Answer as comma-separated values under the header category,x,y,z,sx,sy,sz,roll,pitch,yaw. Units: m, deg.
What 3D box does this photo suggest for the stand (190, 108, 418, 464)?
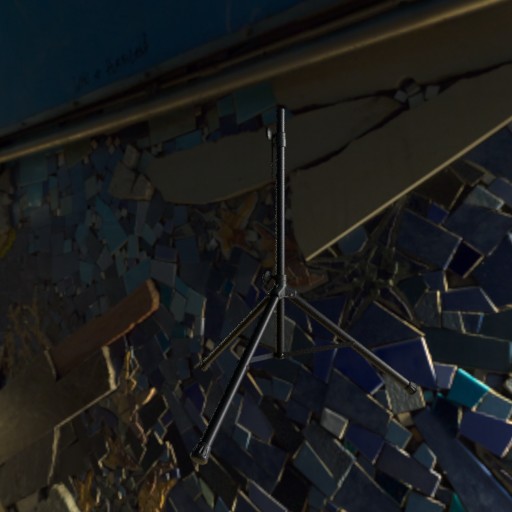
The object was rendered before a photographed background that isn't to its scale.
category,x,y,z,sx,sy,sz,roll,pitch,yaw
stand,0.000,0.000,1.844,1.045,1.136,0.907,0,0,-36
